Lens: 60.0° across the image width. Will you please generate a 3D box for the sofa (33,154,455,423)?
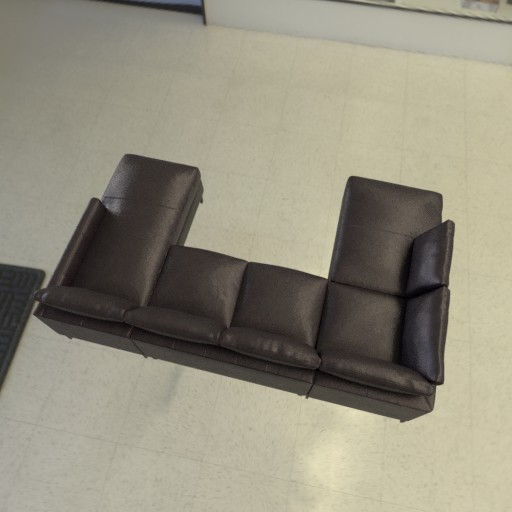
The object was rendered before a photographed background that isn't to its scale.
[{"bbox_3d":[0.000,0.000,3.708,2.956,0.900,1.939,12,64,6],"label":"sofa"}]
